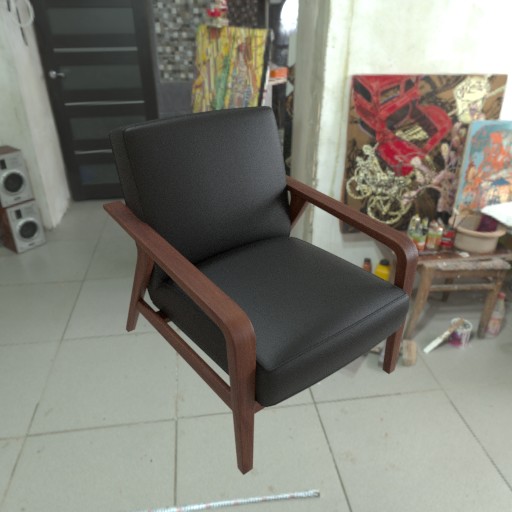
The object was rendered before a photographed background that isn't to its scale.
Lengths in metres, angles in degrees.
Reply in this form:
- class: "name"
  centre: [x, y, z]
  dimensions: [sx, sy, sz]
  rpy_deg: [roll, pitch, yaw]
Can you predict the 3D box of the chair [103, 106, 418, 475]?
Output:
- class: "chair"
  centre: [0.000, 0.000, 1.510]
  dimensions: [0.719, 0.861, 0.889]
  rpy_deg: [-21, 35, -32]
